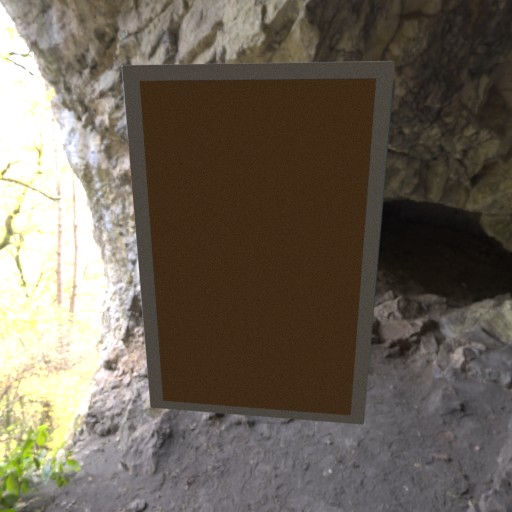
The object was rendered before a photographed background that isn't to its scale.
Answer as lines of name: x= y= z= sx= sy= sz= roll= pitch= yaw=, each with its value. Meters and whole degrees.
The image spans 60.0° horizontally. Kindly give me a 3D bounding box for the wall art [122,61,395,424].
wall art: x=0.000 y=0.000 z=0.478 sx=0.251 sy=0.380 sz=0.039 roll=2 pitch=18 yaw=7
